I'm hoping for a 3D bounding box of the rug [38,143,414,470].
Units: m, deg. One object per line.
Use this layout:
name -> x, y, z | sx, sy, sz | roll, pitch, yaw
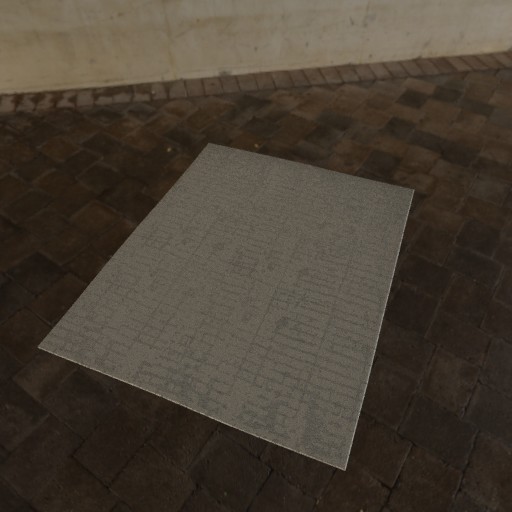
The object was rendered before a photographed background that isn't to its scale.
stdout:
rug -> 0.000, 0.000, 4.095 | 2.447, 0.014, 3.061 | 16, 49, 15
